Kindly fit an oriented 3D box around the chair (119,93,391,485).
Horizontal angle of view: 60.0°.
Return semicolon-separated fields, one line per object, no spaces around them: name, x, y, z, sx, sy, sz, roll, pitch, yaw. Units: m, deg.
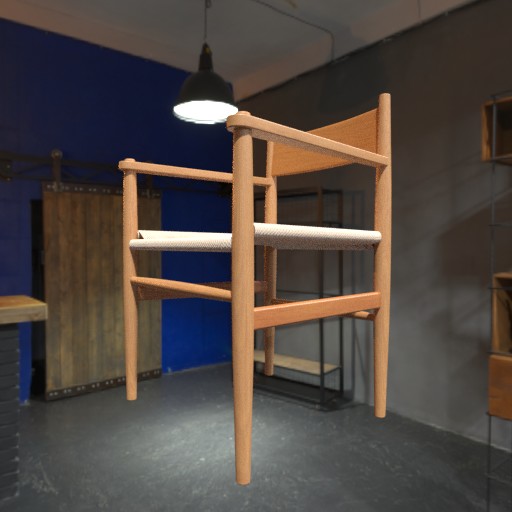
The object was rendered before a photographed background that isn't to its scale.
chair;0.000;0.000;1.091;0.495;0.762;0.556;-1;2;-37
